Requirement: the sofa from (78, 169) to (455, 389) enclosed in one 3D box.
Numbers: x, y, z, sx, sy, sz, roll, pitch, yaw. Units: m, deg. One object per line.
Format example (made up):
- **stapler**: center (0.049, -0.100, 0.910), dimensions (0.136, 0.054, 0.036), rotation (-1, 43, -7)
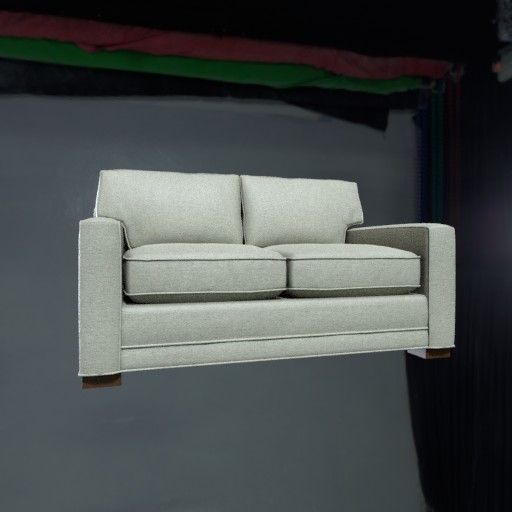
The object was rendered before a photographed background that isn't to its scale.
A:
- **sofa**: center (0.000, 0.000, 2.078), dimensions (1.484, 0.853, 0.940), rotation (0, 1, -17)
